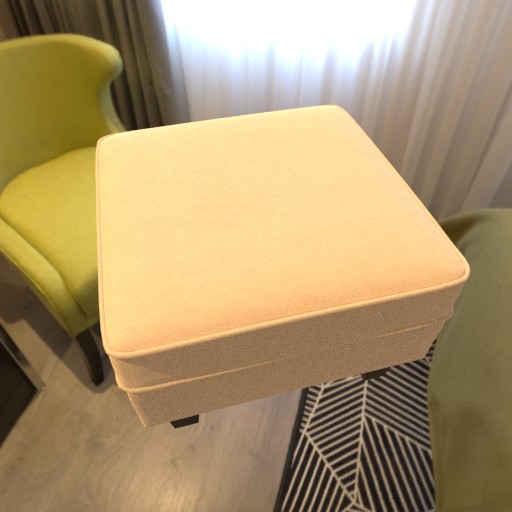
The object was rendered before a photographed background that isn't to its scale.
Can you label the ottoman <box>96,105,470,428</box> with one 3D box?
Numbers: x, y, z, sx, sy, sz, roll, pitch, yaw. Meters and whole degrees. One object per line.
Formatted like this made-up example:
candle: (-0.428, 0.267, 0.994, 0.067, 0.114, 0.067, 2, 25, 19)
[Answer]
ottoman: (0.000, 0.000, 1.002, 0.616, 0.438, 0.613, -11, 48, -10)
